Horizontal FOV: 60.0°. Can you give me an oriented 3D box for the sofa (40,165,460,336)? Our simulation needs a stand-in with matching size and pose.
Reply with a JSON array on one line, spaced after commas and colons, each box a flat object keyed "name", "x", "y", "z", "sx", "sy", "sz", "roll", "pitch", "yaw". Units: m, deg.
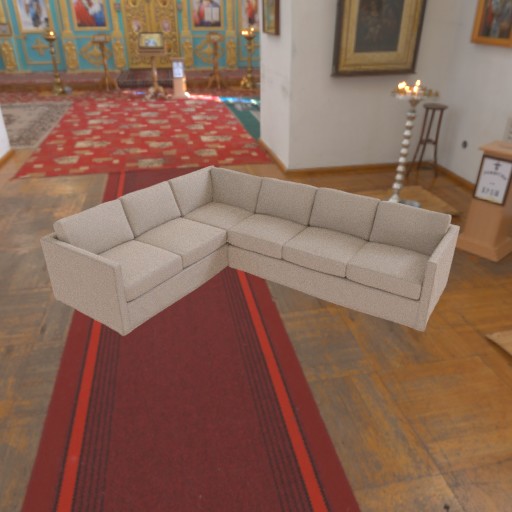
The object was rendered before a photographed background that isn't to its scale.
[{"name": "sofa", "x": 0.000, "y": 0.000, "z": 4.294, "sx": 3.182, "sy": 0.871, "sz": 2.432, "roll": 17, "pitch": 32, "yaw": 29}]
